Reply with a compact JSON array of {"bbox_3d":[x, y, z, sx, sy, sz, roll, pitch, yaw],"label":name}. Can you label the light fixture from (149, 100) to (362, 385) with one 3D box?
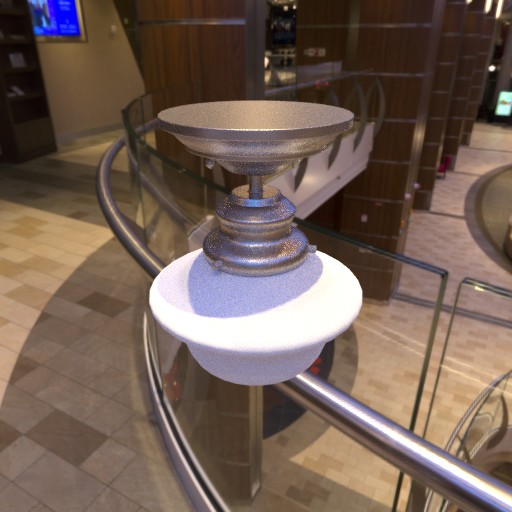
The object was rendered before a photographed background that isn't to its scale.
[{"bbox_3d":[0.000,0.000,0.407,0.199,0.254,0.199,0,26,0],"label":"light fixture"}]
